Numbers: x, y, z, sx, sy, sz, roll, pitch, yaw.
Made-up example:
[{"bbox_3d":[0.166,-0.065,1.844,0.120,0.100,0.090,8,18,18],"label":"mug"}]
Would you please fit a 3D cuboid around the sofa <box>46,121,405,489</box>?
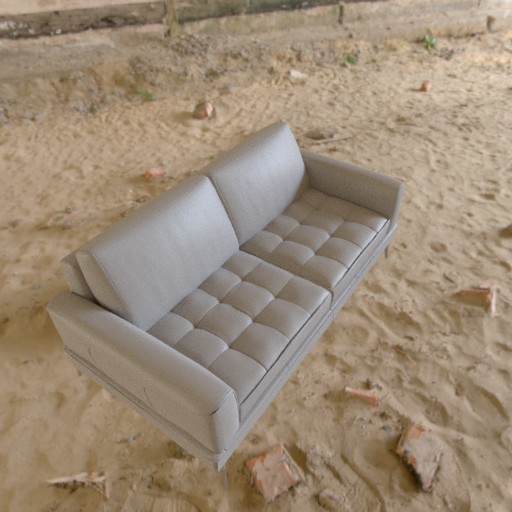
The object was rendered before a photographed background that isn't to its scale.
[{"bbox_3d":[0.000,0.000,2.710,1.121,0.930,2.177,25,47,26],"label":"sofa"}]
